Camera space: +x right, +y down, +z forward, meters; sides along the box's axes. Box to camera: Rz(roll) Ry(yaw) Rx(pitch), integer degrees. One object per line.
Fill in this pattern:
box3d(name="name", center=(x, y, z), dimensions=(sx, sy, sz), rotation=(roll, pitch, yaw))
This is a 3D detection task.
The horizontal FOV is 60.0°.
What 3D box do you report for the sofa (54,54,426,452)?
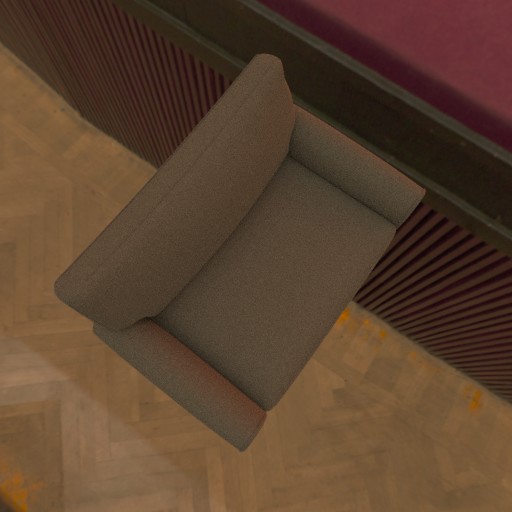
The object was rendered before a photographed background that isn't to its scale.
box3d(name="sofa", center=(0.000, 0.000, 2.045), dimensions=(0.940, 0.953, 1.410), rotation=(36, 78, 9))
